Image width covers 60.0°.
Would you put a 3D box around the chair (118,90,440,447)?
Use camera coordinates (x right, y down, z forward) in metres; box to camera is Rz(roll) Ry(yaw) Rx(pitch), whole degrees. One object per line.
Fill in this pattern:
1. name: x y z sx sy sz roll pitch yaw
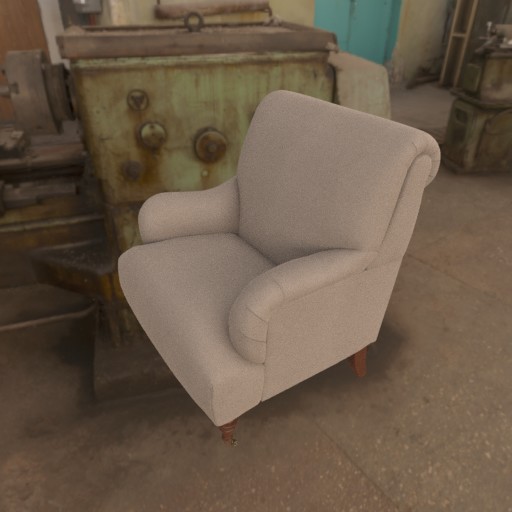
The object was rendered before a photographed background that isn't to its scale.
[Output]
1. chair: 0.000 0.000 1.554 0.842 0.942 0.766 -19 37 -28
